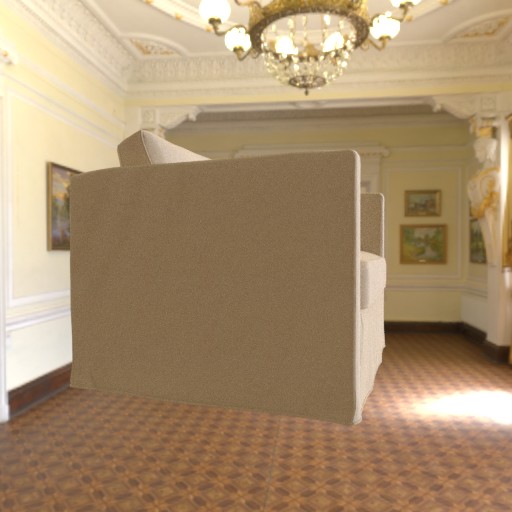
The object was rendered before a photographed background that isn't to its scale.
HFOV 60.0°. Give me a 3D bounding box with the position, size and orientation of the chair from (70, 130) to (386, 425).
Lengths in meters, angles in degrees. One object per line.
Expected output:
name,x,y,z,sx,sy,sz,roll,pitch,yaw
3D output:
chair,0.000,0.000,1.756,0.947,0.851,1.057,0,1,20
